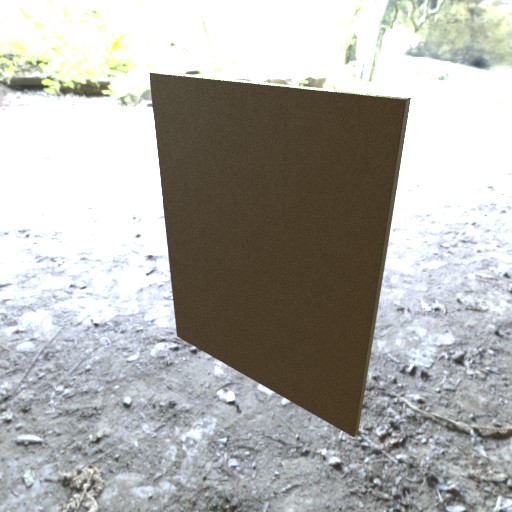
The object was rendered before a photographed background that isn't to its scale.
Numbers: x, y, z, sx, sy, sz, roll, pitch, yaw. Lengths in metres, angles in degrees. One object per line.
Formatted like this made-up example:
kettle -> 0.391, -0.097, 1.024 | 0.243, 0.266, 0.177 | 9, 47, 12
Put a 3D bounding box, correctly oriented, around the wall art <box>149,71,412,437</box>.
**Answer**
wall art -> 0.000, 0.000, 1.365 | 0.798, 1.002, 0.030 | 21, 35, 33
